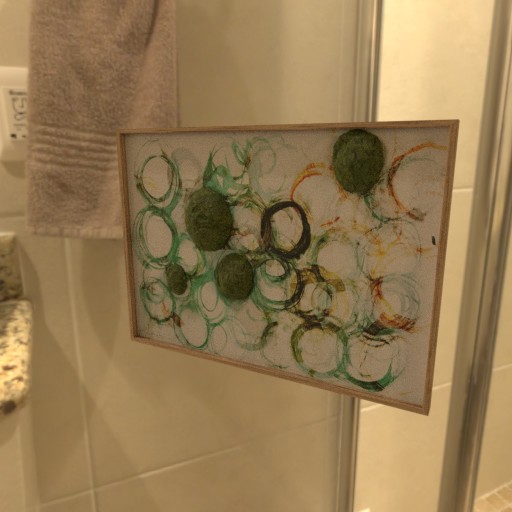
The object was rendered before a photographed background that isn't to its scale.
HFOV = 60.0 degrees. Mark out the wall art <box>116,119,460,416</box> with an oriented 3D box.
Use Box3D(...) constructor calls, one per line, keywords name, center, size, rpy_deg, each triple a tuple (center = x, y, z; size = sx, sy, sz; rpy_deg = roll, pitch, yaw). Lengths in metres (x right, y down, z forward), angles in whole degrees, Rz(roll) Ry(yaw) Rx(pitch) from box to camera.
Box3D(name="wall art", center=(0.000, 0.000, 1.076), size=(0.841, 0.609, 0.063), rpy_deg=(7, 15, 27))
